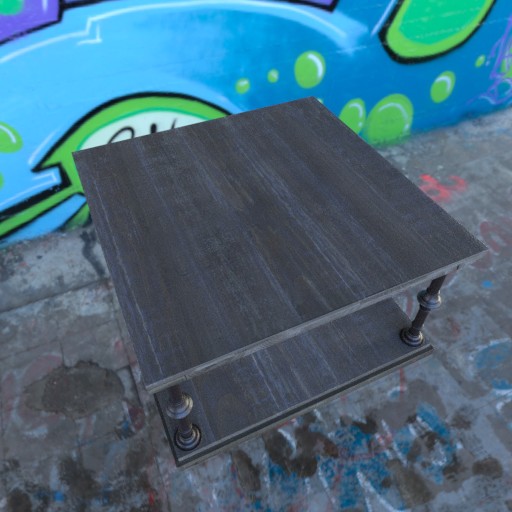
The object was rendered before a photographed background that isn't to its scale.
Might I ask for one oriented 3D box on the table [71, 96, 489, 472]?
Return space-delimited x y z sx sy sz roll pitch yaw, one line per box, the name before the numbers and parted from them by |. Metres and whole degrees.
table | 0.000 0.000 1.139 0.696 0.400 0.696 -19 50 -17
